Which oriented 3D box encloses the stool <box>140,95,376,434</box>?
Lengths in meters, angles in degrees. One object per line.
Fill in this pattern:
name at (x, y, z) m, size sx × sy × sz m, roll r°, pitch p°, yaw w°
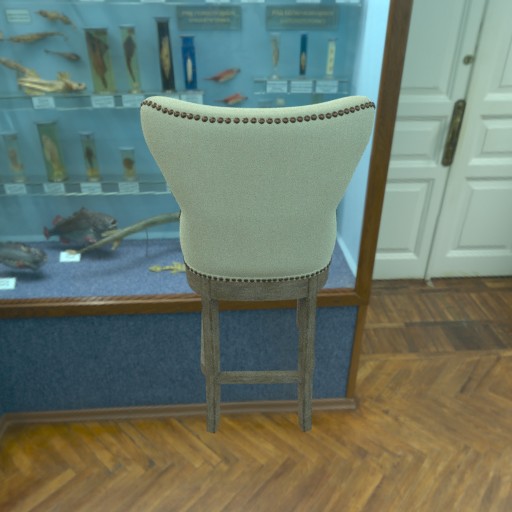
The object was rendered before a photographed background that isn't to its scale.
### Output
stool at (0.000, 0.000, 1.330) m, size 0.498 × 0.981 × 0.608 m, roll -1°, pitch 29°, yaw -1°
